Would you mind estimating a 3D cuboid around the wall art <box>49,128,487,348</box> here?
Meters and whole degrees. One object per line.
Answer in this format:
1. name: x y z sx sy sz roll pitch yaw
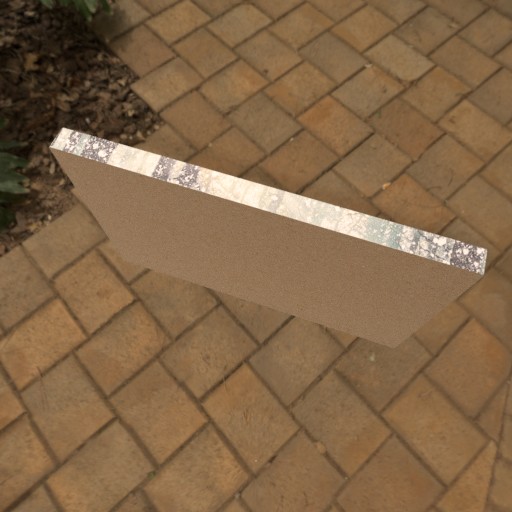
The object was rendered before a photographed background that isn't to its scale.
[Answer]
1. wall art: 0.000 0.000 0.785 0.618 0.398 0.042 18 66 8
